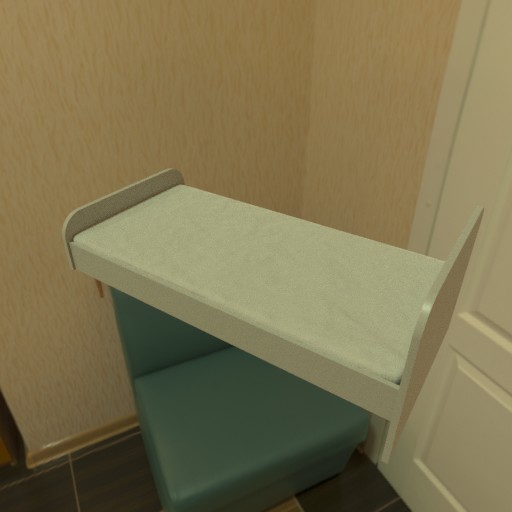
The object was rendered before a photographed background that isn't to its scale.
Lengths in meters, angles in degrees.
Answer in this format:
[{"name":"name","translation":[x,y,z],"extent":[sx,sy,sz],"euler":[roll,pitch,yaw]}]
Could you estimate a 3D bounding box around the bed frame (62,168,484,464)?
[{"name":"bed frame","translation":[0.000,0.000,2.411],"extent":[1.963,0.805,0.998],"euler":[20,37,28]}]
